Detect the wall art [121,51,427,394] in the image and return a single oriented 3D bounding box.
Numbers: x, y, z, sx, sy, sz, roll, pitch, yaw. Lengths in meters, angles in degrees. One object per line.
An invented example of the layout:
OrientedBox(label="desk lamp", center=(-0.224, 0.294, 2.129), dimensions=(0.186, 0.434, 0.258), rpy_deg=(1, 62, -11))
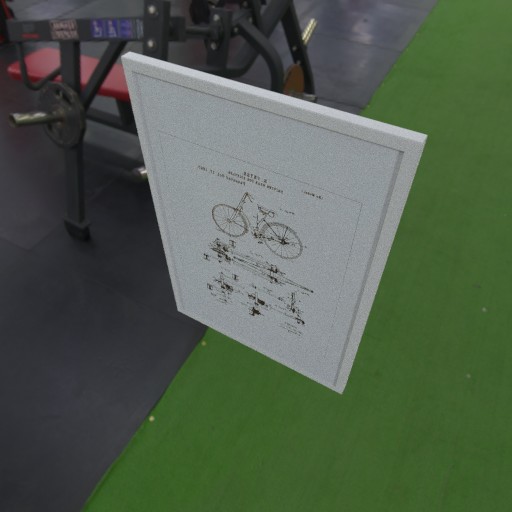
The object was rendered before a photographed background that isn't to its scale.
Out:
OrientedBox(label="wall art", center=(0.000, 0.000, 0.608), dimensions=(0.332, 0.477, 0.015), rpy_deg=(23, 52, 20))
